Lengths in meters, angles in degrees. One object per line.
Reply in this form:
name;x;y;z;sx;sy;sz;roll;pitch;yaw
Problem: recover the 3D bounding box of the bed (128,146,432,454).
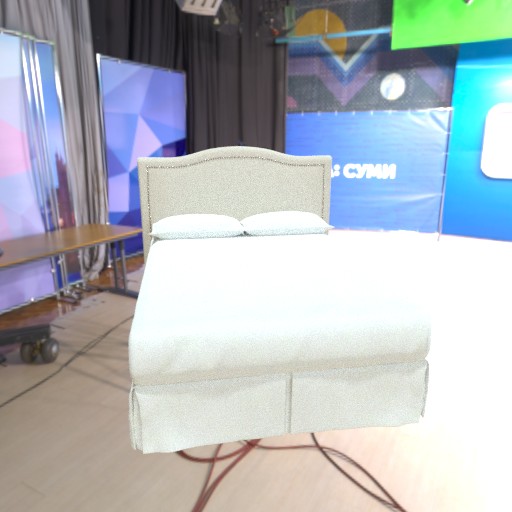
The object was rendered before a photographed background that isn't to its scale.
bed;0.000;0.000;3.198;1.753;1.460;2.143;-3;16;-9
